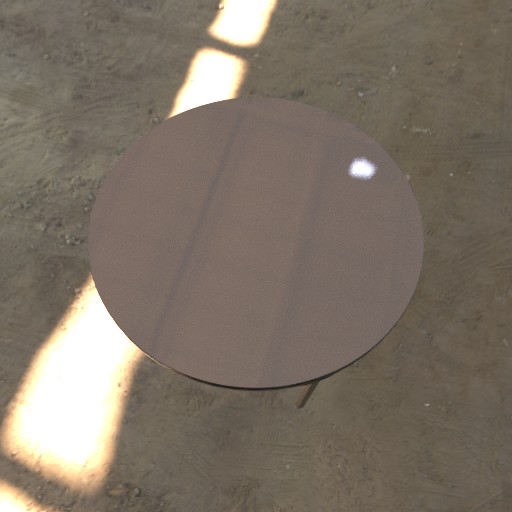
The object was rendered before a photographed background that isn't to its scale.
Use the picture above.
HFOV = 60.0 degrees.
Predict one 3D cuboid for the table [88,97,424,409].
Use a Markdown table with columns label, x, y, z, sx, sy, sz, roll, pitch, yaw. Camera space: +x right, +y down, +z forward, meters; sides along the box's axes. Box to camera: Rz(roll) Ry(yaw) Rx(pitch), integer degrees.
| label | x | y | z | sx | sy | sz | roll | pitch | yaw |
| --- | --- | --- | --- | --- | --- | --- | --- | --- | --- |
| table | 0.000 | 0.000 | 1.242 | 0.800 | 0.400 | 0.800 | 0 | 63 | 0 |
